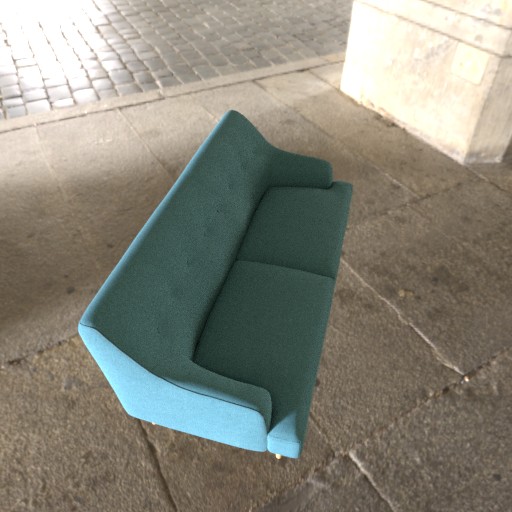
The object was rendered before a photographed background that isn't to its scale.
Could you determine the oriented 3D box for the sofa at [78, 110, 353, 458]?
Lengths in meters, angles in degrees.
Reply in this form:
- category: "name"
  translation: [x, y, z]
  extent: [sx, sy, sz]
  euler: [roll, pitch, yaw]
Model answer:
- category: "sofa"
  translation: [0.000, 0.000, 2.645]
  extent: [0.978, 0.871, 2.057]
  euler: [11, 44, 11]
